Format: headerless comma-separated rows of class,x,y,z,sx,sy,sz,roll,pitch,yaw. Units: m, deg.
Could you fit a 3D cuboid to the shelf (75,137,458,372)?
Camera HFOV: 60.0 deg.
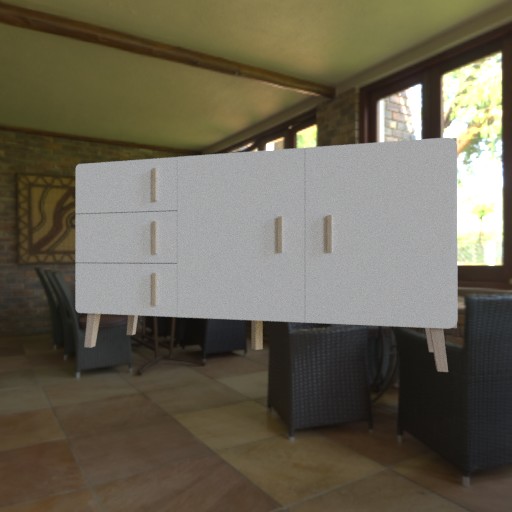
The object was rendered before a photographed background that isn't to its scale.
shelf,0.000,0.000,1.844,1.490,0.780,0.400,0,0,17
